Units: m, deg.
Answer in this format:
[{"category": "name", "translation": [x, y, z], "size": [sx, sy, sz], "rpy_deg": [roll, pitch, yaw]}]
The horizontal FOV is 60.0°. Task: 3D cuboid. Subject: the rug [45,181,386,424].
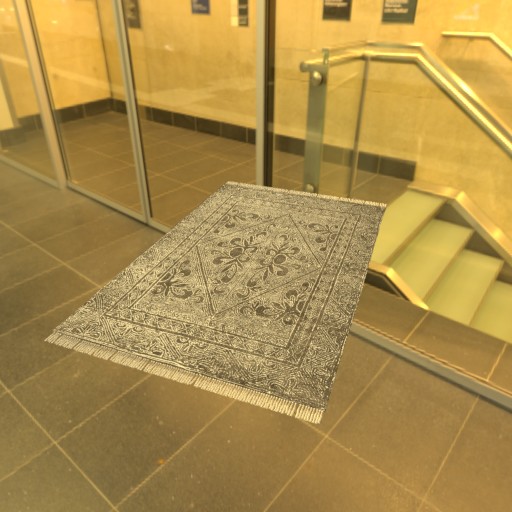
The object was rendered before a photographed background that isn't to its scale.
[{"category": "rug", "translation": [0.000, 0.000, 3.113], "size": [1.529, 0.010, 2.440], "rpy_deg": [11, 33, 18]}]
